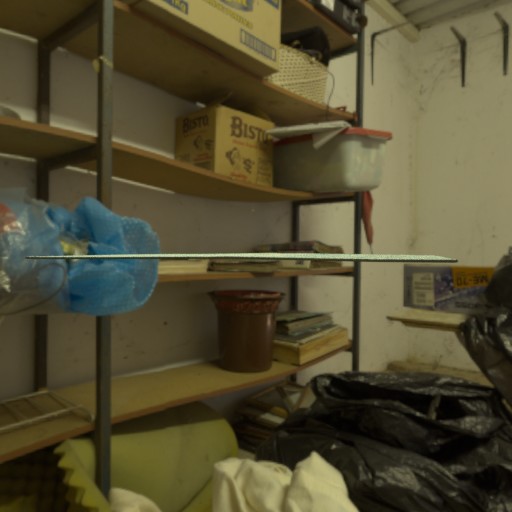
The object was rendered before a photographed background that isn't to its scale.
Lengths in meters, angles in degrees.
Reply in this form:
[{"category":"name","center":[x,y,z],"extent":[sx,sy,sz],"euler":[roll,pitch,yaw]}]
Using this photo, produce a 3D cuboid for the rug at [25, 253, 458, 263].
[{"category":"rug","center":[0.000,0.000,5.212],"extent":[4.078,0.052,2.802],"euler":[0,1,19]}]
